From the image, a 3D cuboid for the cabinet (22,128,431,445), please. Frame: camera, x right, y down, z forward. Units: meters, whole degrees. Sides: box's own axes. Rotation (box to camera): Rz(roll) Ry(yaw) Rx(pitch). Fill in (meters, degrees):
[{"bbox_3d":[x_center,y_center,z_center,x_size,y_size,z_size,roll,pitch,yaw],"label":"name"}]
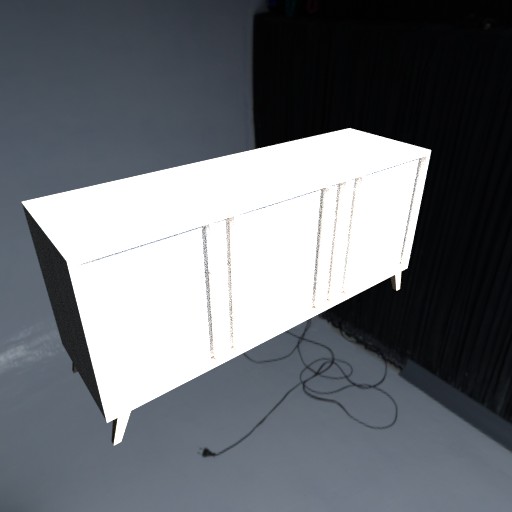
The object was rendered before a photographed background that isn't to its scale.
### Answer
[{"bbox_3d":[0.000,0.000,1.982,1.649,0.780,0.500,-21,36,-32],"label":"cabinet"}]
